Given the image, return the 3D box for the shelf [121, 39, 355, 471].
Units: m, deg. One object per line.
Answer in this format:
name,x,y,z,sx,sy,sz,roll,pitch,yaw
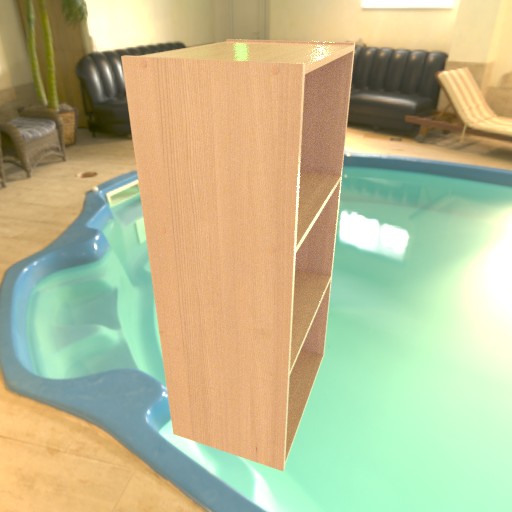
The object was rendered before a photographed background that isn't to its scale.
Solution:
shelf,0.000,0.000,1.030,0.292,0.876,0.417,11,31,18
